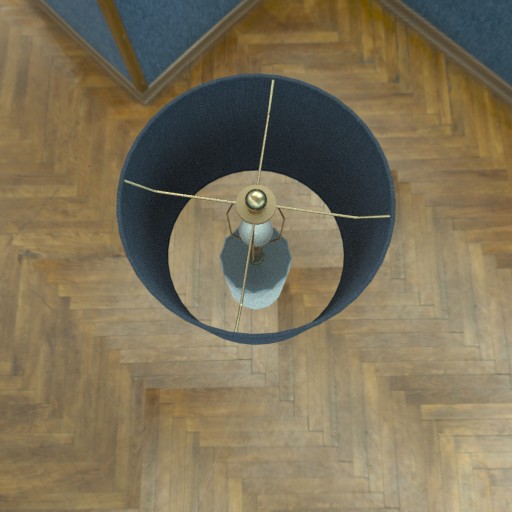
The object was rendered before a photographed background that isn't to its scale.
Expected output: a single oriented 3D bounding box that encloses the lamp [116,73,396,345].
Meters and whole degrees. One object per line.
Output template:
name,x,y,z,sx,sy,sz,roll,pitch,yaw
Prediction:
lamp,0.000,0.000,0.700,0.277,0.537,0.277,-43,81,-9
